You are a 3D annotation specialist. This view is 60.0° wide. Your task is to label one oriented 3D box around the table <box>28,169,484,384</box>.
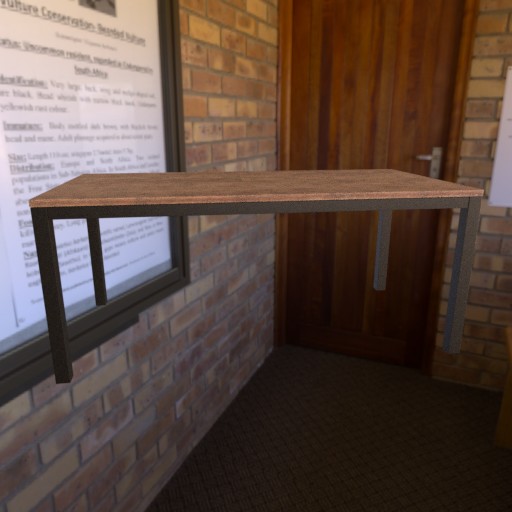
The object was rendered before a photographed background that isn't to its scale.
[{"bbox_3d":[0.000,0.000,2.271,1.805,0.767,0.893,-2,17,-8],"label":"table"}]
